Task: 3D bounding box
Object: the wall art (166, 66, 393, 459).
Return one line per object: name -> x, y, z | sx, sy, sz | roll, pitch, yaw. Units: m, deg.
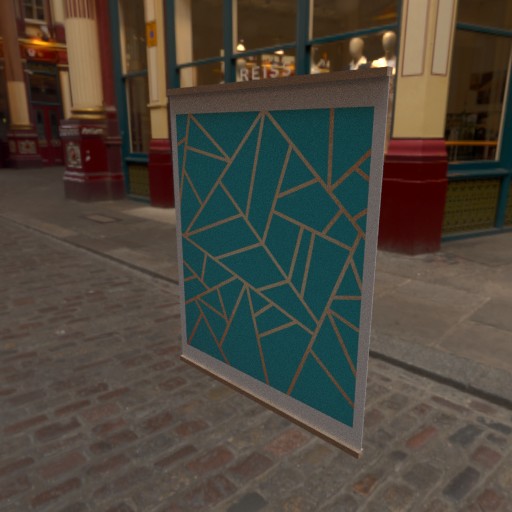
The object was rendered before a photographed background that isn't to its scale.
wall art -> 0.000, 0.000, 0.687 | 0.405, 0.508, 0.012 | 14, 21, 41
